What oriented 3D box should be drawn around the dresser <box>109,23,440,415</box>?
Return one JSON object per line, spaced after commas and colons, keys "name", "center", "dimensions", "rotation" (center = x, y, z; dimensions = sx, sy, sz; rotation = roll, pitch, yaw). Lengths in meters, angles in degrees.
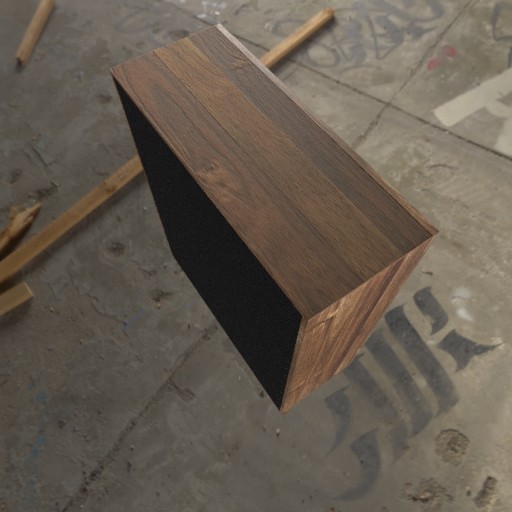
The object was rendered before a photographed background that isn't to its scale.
{"name": "dresser", "center": [0.000, 0.000, 1.907], "dimensions": [0.442, 1.393, 1.062], "rotation": [-31, 65, -16]}
